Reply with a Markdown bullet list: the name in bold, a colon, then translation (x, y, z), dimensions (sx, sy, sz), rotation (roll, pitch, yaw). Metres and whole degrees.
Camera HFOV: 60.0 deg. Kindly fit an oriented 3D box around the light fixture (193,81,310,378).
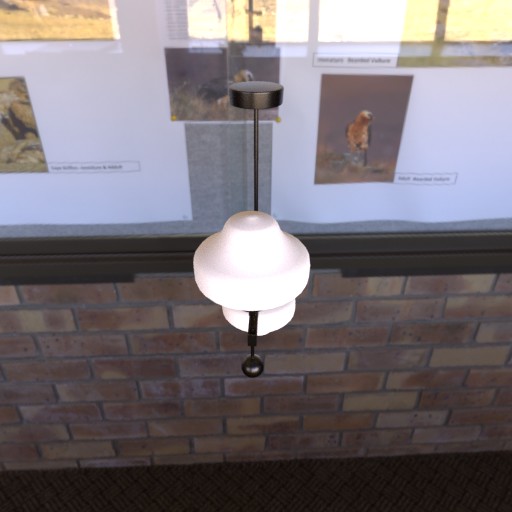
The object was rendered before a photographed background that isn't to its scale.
- **light fixture**: translation (0.000, 0.000, 1.020), dimensions (0.422, 0.743, 0.489), rotation (-20, 37, -29)
